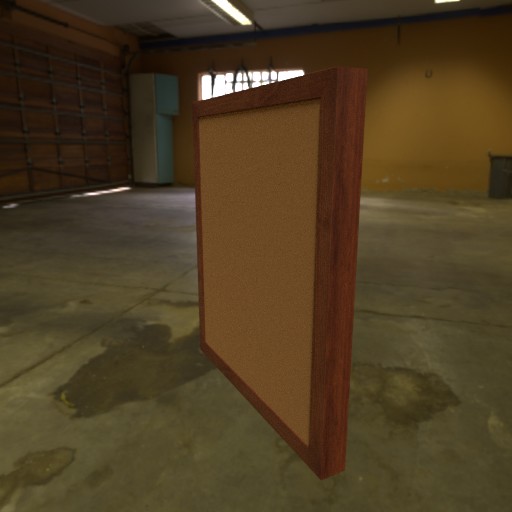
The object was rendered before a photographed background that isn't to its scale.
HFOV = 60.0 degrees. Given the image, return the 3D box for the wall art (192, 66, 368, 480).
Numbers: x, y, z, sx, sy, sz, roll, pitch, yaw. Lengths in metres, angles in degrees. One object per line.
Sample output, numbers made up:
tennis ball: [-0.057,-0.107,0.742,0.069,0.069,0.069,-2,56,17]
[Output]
wall art: [0.000,0.000,0.540,0.030,0.381,0.330,-7,16,-27]
